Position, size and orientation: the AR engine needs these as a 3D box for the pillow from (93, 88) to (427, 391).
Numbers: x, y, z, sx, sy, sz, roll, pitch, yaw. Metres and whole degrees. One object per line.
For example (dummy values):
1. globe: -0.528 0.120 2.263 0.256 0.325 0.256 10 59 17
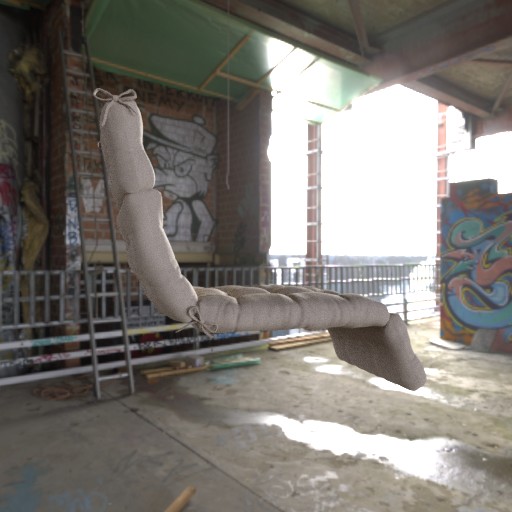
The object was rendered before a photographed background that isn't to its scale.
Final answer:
1. pillow: 0.000 0.000 1.488 1.016 0.863 0.526 0 0 -18
